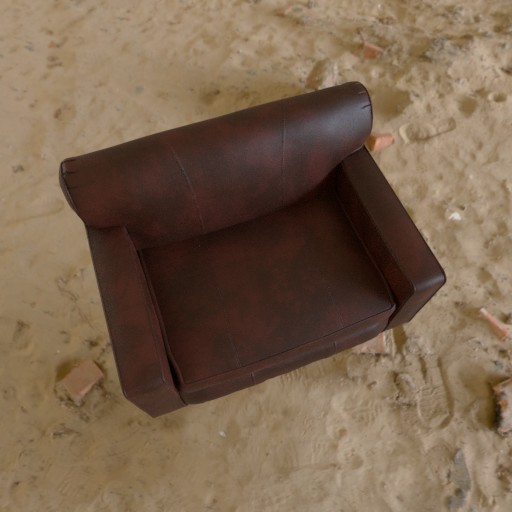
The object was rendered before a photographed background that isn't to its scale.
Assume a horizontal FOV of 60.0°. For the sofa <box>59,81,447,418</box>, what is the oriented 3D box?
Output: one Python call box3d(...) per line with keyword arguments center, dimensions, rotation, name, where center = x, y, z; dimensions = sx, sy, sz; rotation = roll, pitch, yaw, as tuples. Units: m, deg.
box3d(center=(0.000, 0.000, 2.067), dimensions=(1.413, 0.956, 1.000), rotation=(-18, 64, -9), name="sofa")
